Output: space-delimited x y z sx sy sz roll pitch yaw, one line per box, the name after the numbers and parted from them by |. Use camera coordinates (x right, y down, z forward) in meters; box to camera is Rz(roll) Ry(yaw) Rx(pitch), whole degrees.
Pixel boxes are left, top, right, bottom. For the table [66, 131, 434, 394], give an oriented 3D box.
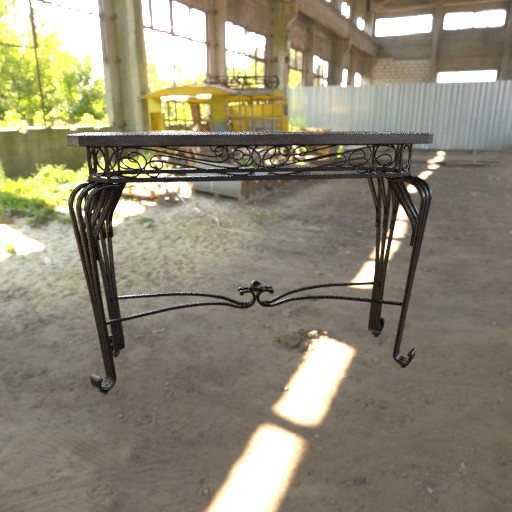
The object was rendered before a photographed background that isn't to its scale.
0.000 0.000 1.496 1.112 0.800 0.329 -3 17 -9 | table
